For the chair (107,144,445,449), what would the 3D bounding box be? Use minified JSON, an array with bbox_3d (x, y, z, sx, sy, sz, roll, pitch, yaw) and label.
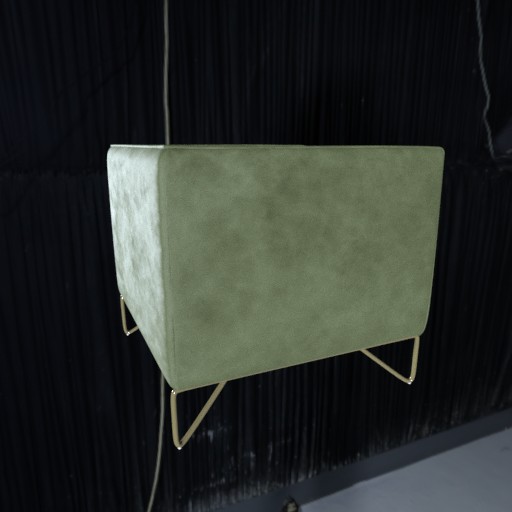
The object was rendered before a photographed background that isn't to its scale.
[{"bbox_3d":[0.000,0.000,1.614,0.894,0.790,0.880,-7,16,-24],"label":"chair"}]
